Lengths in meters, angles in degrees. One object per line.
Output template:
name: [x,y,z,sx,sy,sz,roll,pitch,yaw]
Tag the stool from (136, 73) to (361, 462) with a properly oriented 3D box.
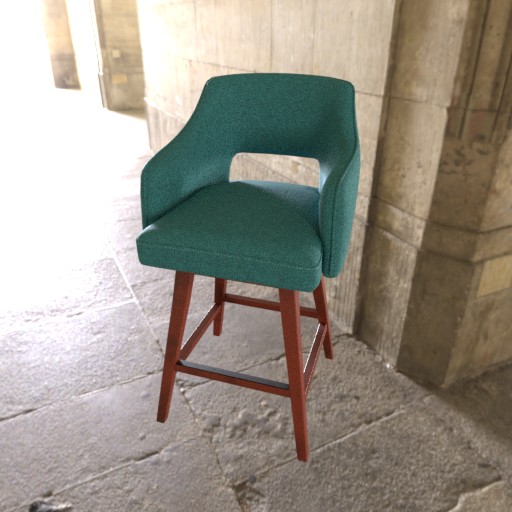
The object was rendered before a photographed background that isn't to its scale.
stool: [0.000,0.000,1.312,0.548,0.961,0.556,8,29,16]
